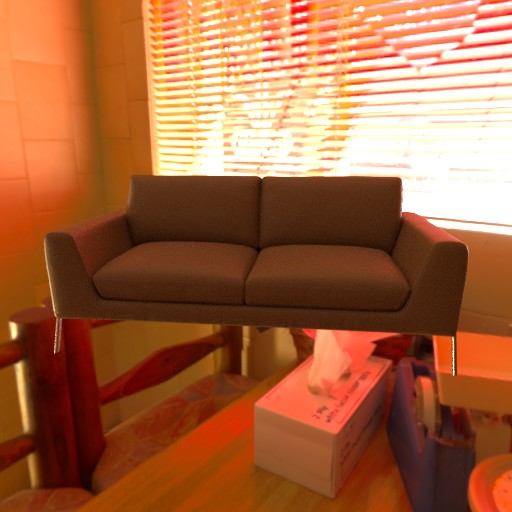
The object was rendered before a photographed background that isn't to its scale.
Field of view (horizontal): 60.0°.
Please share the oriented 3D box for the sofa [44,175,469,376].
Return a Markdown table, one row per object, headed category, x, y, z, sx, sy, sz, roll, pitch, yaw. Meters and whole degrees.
| category | x | y | z | sx | sy | sz | roll | pitch | yaw |
| --- | --- | --- | --- | --- | --- | --- | --- | --- | --- |
| sofa | 0.000 | 0.000 | 2.537 | 2.017 | 0.875 | 0.953 | 2 | 14 | 7 |
